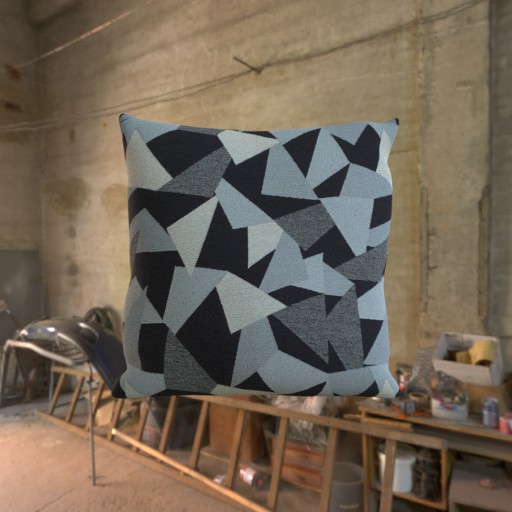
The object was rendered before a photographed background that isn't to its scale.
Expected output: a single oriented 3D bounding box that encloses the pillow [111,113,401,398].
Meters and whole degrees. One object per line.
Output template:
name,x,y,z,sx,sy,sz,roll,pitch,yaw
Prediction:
pillow,0.000,0.000,0.766,0.503,0.496,0.208,0,0,0
